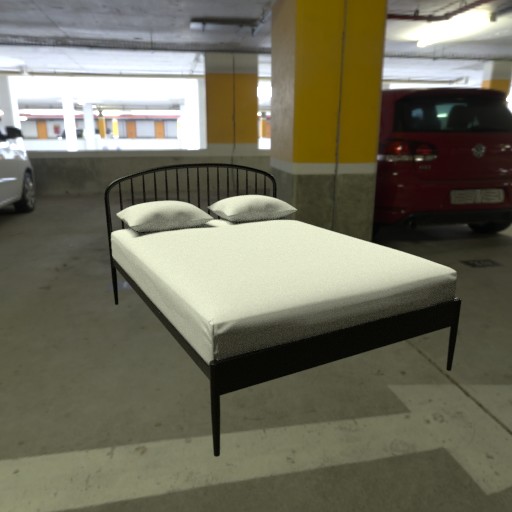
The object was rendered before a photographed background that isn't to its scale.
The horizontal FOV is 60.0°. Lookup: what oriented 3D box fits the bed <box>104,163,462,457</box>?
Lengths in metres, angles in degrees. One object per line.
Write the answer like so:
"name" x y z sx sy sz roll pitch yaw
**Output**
"bed" 0.000 0.000 3.131 1.618 1.166 2.159 -8 17 -28
